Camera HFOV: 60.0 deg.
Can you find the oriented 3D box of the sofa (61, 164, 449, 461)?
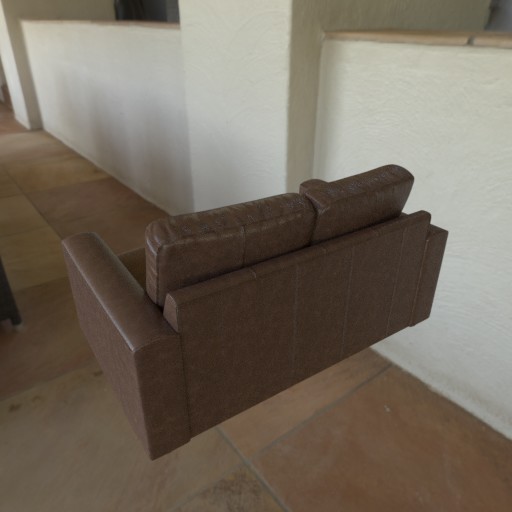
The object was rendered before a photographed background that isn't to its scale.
[{"bbox_3d":[0.000,0.000,2.206,1.616,0.873,1.016,-18,33,-29],"label":"sofa"}]
